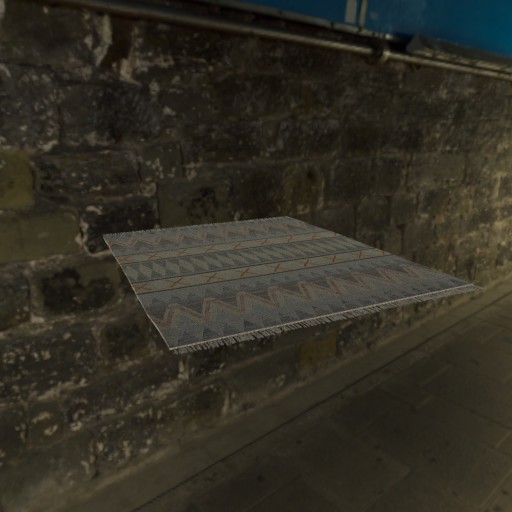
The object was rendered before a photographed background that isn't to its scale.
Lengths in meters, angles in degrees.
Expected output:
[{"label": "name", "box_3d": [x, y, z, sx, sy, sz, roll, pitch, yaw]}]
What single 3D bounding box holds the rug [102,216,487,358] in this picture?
[{"label": "rug", "box_3d": [0.000, 0.000, 4.075, 2.371, 0.012, 3.000, -8, 18, -24]}]
